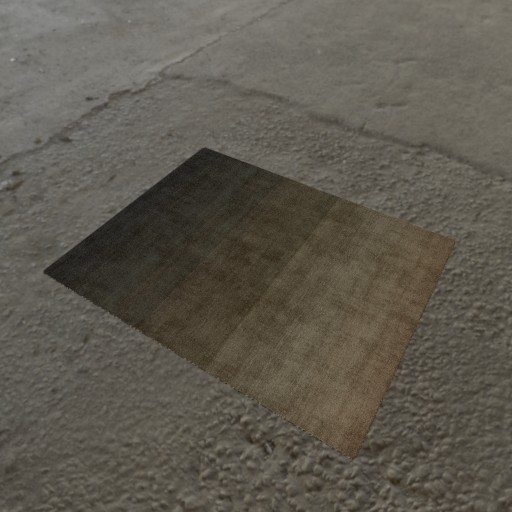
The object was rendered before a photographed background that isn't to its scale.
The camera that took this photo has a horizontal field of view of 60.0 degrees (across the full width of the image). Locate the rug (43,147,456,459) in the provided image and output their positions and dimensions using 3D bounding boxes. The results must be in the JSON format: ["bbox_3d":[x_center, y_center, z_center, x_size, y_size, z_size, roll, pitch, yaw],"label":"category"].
[{"bbox_3d":[0.000,0.000,3.935,2.902,0.017,2.306,25,51,22],"label":"rug"}]
